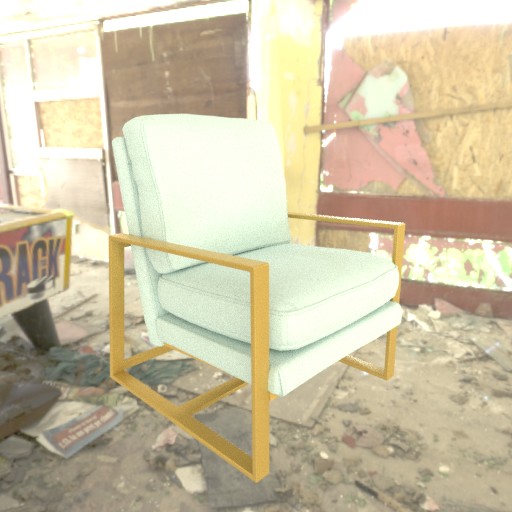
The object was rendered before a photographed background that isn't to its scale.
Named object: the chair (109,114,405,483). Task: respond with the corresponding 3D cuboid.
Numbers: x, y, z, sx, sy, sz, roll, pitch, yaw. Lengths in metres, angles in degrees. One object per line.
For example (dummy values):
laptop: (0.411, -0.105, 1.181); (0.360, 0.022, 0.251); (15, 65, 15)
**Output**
chair: (0.000, 0.000, 1.549); (0.813, 0.956, 0.758); (14, 20, 42)
